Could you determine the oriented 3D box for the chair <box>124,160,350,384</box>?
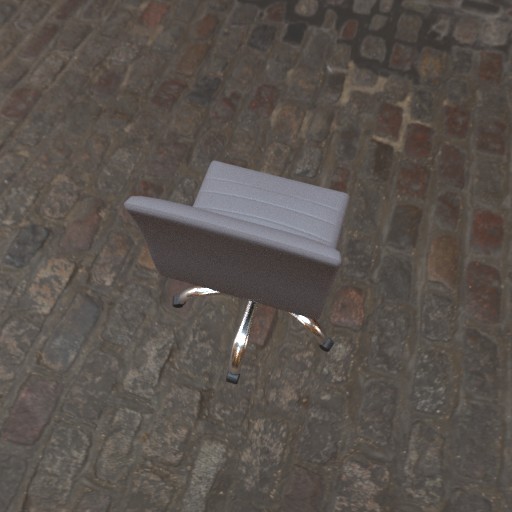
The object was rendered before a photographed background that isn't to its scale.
[{"bbox_3d":[0.000,0.000,1.156,0.556,0.780,0.530,15,64,8],"label":"chair"}]
